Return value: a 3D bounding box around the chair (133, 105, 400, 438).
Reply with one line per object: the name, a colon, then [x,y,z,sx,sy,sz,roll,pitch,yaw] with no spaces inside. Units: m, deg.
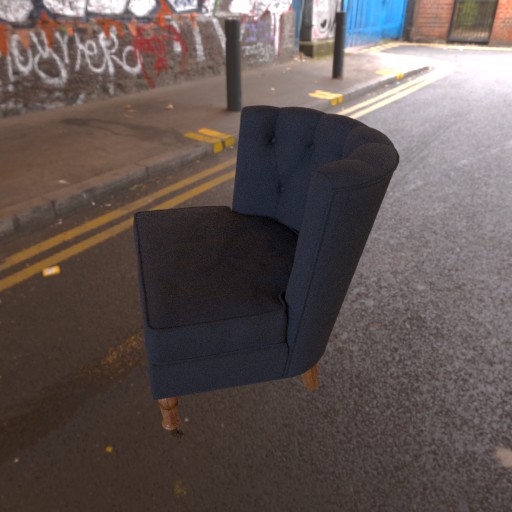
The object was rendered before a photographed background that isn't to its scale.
chair: [0.000,0.000,1.365,0.718,0.771,0.740,-8,31,-14]
